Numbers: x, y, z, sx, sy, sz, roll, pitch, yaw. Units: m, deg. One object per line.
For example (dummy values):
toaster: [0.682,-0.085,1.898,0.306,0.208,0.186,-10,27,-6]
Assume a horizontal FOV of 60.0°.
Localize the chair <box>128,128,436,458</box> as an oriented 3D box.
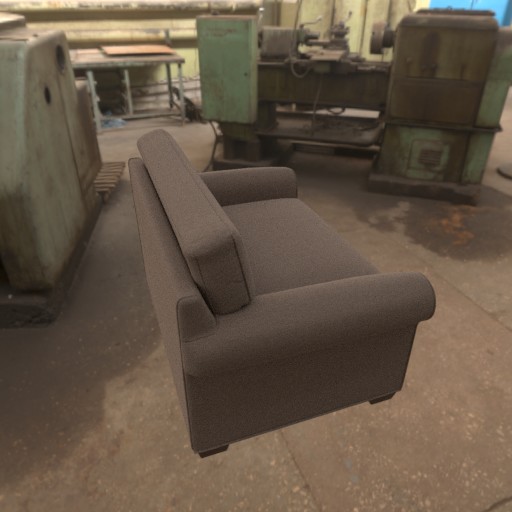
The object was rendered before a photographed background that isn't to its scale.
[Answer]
chair: [0.000,0.000,2.026,0.930,0.930,1.390,-11,33,-17]
